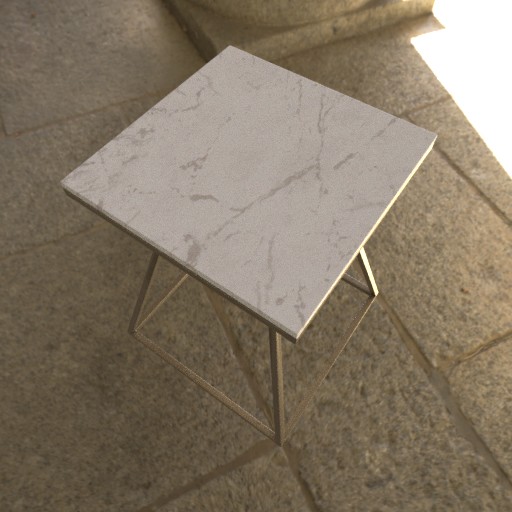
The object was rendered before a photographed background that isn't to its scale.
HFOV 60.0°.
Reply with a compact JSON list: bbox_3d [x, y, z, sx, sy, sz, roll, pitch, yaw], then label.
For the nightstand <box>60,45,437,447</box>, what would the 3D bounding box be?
[{"bbox_3d":[0.000,0.000,0.896,0.455,0.554,0.455,31,63,18],"label":"nightstand"}]
